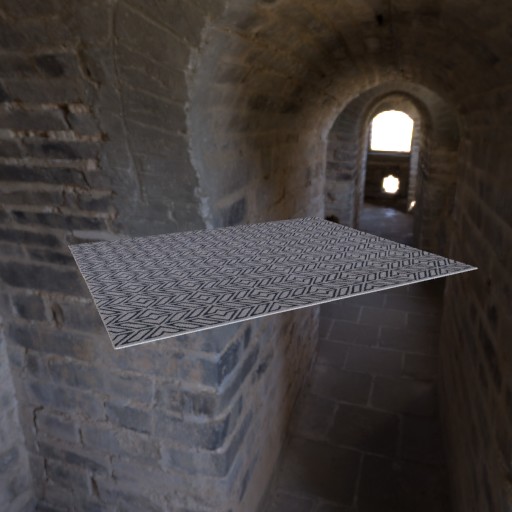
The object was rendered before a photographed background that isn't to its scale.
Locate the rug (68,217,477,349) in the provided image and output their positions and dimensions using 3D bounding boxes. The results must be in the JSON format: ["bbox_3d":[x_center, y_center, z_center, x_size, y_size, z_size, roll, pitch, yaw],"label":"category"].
[{"bbox_3d":[0.000,0.000,4.161,3.045,0.008,2.421,-9,19,-26],"label":"rug"}]
